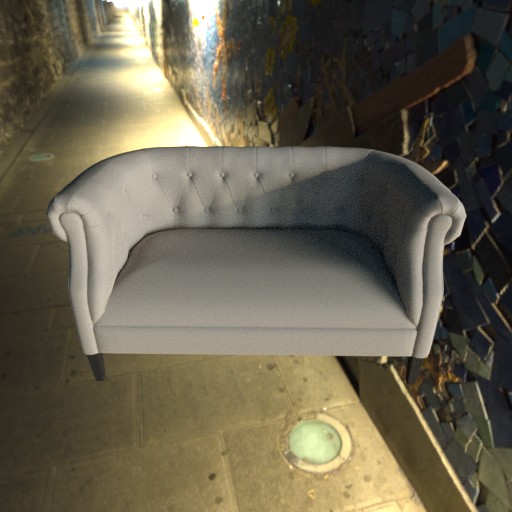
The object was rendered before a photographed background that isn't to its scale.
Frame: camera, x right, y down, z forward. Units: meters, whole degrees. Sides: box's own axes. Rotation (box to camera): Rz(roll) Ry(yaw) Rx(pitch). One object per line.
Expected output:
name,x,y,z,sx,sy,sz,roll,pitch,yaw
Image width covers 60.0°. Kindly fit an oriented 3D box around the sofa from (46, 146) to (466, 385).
sofa,0.000,0.000,2.033,1.558,0.827,0.835,0,30,1
